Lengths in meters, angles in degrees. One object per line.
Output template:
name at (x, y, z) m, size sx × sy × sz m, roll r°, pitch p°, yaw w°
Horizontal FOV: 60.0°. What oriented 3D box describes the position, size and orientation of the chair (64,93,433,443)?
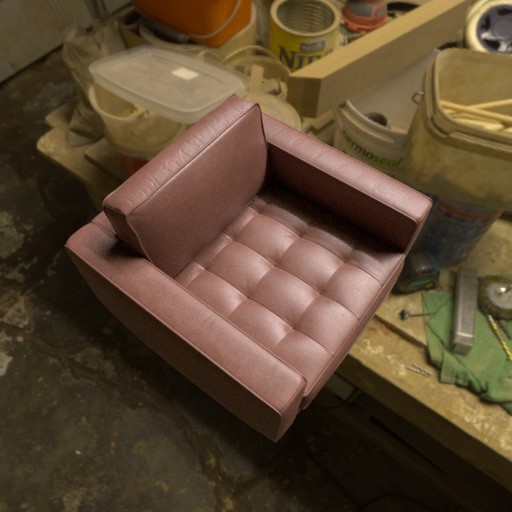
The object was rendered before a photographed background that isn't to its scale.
chair at (0.000, 0.000, 1.597) m, size 0.900 × 0.770 × 0.920 m, roll 33°, pitch 64°, yaw 19°
